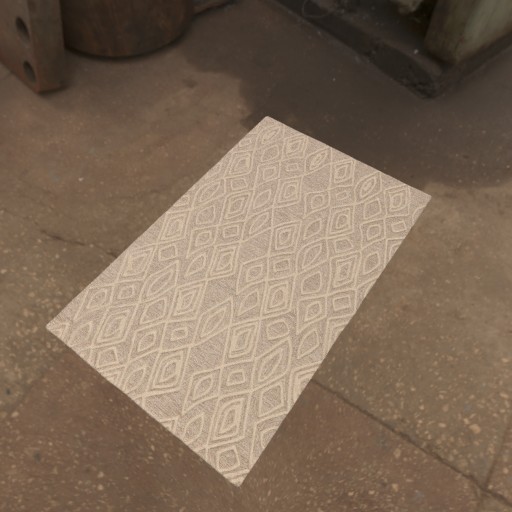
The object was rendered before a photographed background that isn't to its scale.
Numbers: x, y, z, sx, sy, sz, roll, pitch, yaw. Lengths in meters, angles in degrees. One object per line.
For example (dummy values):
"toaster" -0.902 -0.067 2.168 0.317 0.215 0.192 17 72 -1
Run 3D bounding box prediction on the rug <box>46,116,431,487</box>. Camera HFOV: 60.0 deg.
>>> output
"rug" 0.000 0.000 3.086 1.546 0.010 2.442 32 63 18
